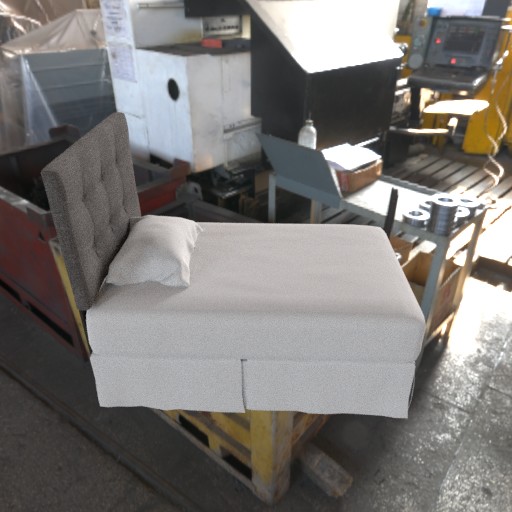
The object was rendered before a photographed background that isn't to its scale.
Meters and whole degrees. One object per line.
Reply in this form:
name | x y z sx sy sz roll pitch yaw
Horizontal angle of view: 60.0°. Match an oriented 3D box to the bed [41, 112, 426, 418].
bed | 0.000 0.000 2.899 1.997 1.571 1.261 1 31 2
